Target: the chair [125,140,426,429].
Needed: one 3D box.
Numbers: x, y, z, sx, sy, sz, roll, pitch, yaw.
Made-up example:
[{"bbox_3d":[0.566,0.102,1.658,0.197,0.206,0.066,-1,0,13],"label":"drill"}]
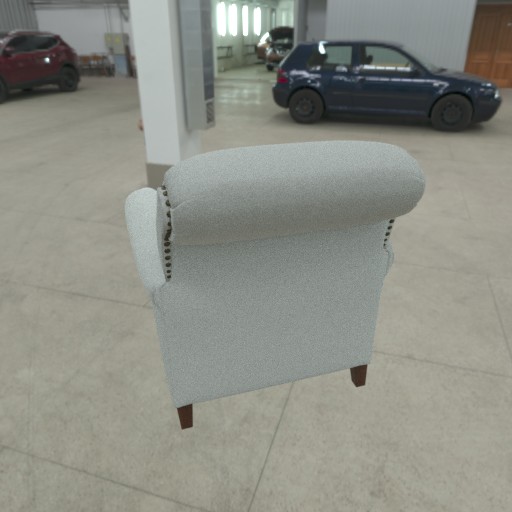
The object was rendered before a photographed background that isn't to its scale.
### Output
[{"bbox_3d":[0.000,0.000,1.590,0.854,0.927,0.890,-8,28,-16],"label":"chair"}]
